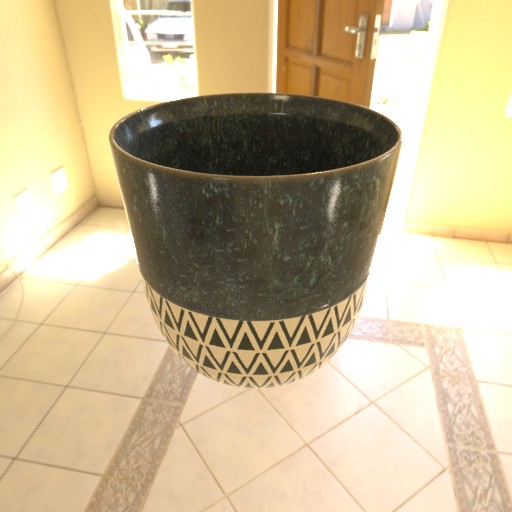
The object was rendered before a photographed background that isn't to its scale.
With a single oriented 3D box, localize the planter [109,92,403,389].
[{"bbox_3d":[0.000,0.000,0.360,0.195,0.214,0.195,0,32,0],"label":"planter"}]
